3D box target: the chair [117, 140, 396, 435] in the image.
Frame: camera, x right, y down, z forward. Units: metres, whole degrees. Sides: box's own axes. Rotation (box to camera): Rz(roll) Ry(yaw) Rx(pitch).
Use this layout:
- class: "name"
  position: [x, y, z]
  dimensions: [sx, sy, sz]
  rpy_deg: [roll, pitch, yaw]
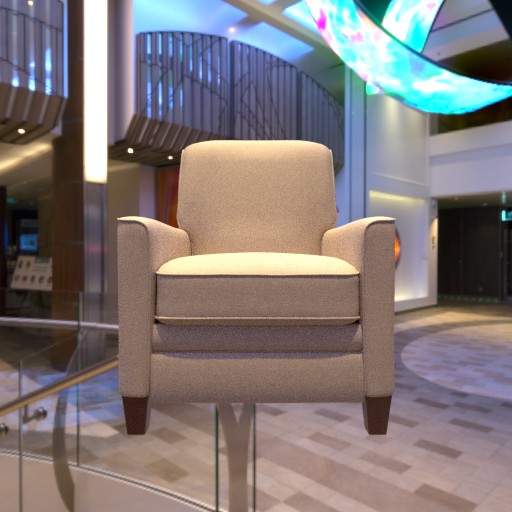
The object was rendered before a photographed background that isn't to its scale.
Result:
- class: "chair"
  position: [0.000, 0.000, 1.647]
  dimensions: [0.841, 1.023, 0.858]
  rpy_deg: [0, 1, 0]
